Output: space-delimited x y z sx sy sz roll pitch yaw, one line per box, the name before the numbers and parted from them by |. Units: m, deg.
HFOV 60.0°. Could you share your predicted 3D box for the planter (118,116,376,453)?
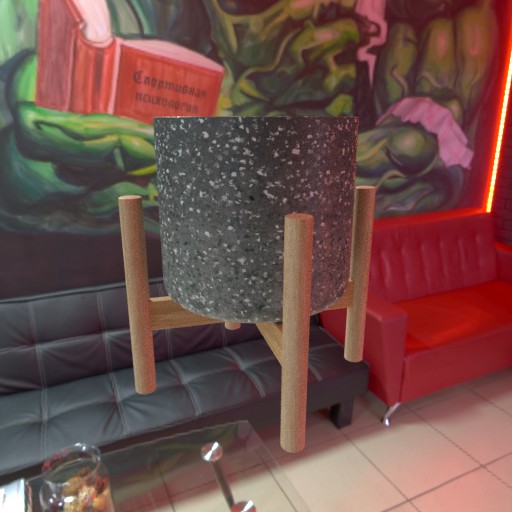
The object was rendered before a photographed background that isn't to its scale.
planter | 0.000 0.000 0.536 0.284 0.320 0.284 2 17 7
